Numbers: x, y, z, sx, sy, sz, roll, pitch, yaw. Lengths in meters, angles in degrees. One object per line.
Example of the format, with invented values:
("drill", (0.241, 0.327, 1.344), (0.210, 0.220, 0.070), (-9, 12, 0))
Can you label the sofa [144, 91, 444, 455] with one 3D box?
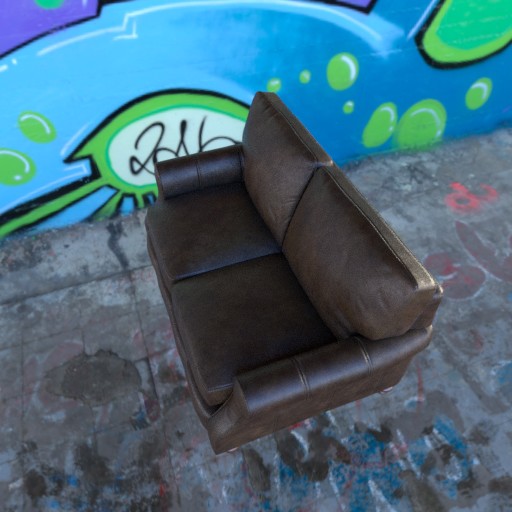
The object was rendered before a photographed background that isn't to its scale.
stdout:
("sofa", (0.000, 0.000, 2.222), (0.990, 0.976, 1.616), (-15, 49, -14))
